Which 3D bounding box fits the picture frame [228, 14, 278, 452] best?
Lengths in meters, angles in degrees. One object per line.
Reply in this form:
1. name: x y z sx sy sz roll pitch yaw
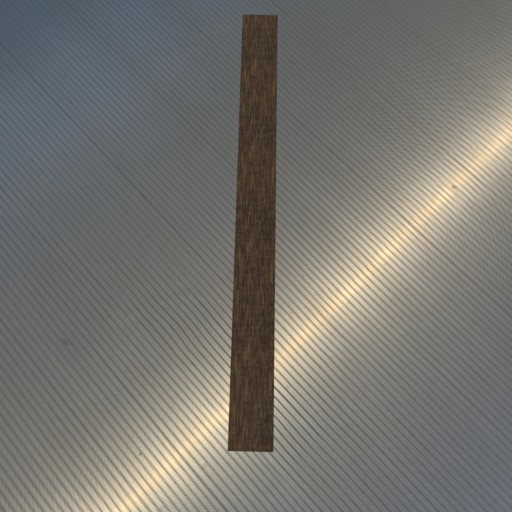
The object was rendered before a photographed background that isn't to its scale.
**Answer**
1. picture frame: 0.000 0.000 0.525 0.033 0.330 0.378 1 75 0
